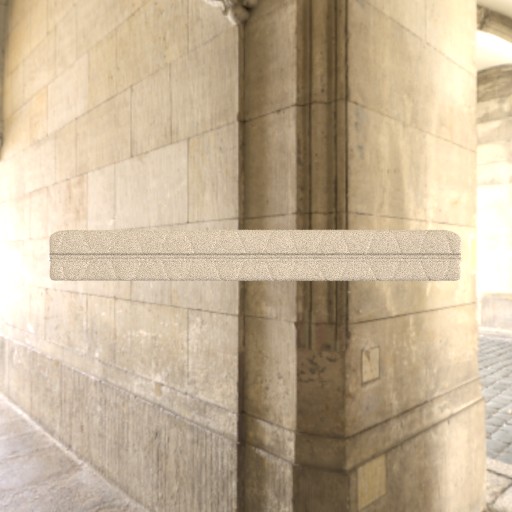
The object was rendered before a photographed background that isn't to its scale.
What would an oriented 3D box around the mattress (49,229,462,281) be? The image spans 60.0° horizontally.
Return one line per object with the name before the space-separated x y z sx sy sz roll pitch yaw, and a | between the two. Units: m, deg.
mattress | 0.000 0.000 2.649 1.600 0.200 1.900 0 0 0
